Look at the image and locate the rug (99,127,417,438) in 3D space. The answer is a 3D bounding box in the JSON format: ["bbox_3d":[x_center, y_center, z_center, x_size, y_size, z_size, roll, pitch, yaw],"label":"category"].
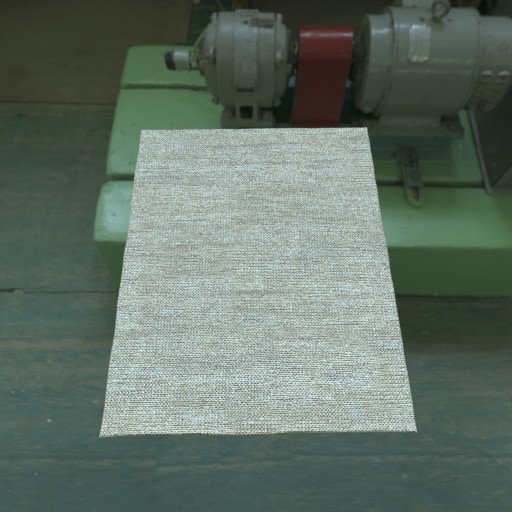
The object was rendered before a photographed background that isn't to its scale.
[{"bbox_3d":[0.000,0.000,4.049,2.429,0.030,3.052,-1,64,0],"label":"rug"}]
